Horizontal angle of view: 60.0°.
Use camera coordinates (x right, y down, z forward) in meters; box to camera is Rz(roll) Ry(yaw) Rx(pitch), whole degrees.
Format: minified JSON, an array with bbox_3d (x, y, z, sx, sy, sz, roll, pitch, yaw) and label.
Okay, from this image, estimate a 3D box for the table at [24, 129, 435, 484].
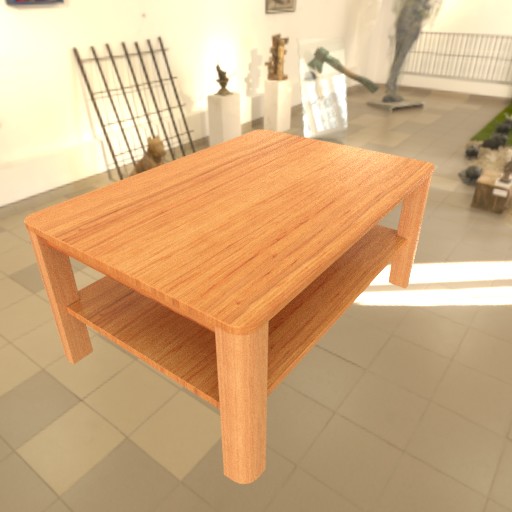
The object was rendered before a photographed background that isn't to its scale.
[{"bbox_3d":[0.000,0.000,1.349,0.696,0.445,0.997,21,37,31],"label":"table"}]
